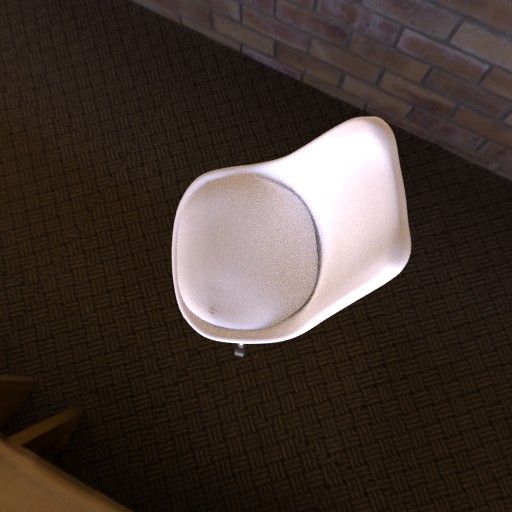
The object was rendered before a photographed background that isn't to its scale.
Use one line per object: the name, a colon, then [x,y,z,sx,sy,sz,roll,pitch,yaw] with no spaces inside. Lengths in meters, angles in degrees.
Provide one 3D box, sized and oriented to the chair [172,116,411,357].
chair: [0.000,0.000,1.250,0.550,0.930,0.550,-4,77,-1]
